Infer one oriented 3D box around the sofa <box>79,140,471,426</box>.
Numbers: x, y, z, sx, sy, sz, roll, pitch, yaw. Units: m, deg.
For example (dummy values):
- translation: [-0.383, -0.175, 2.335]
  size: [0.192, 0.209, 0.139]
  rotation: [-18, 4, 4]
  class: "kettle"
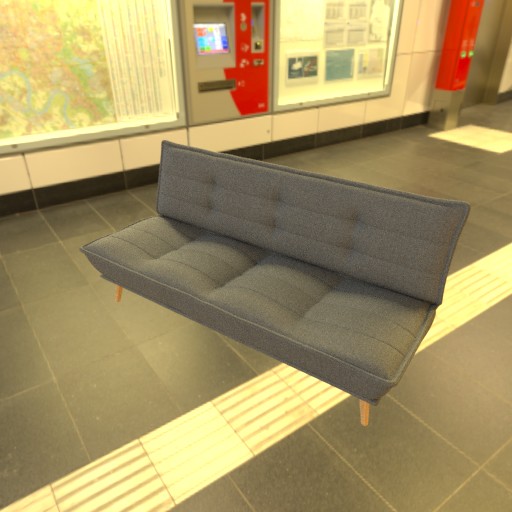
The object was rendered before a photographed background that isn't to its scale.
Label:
- translation: [0.000, 0.000, 2.468]
  size: [1.940, 0.890, 0.950]
  rotation: [19, 34, 30]
  class: "sofa"
